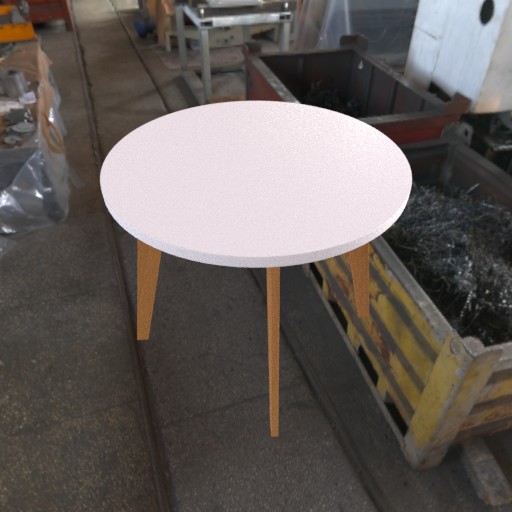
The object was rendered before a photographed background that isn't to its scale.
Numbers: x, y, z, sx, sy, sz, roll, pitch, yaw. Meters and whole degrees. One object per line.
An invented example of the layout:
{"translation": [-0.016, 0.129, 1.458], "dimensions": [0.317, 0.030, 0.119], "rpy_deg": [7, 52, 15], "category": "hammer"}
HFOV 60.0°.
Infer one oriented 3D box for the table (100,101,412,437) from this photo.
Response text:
{"translation": [0.000, 0.000, 1.564], "dimensions": [0.896, 0.762, 0.896], "rpy_deg": [0, 41, 0], "category": "table"}
